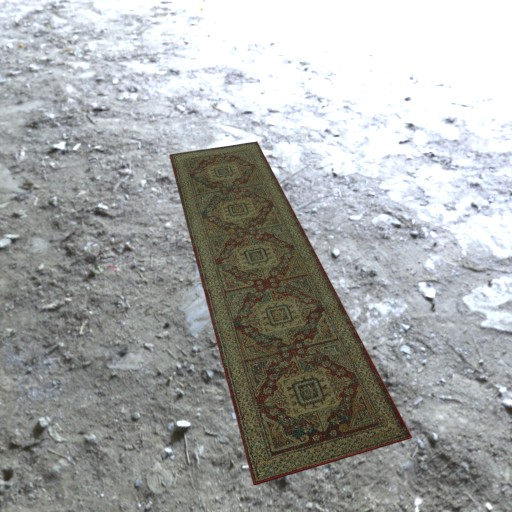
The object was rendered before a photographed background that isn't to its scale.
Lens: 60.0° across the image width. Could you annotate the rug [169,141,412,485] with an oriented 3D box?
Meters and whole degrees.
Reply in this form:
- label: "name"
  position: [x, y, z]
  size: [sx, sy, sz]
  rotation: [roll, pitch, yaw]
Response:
- label: "rug"
  position: [0.000, 0.000, 2.479]
  size: [0.659, 0.015, 2.292]
  rotation: [-11, 47, -11]
